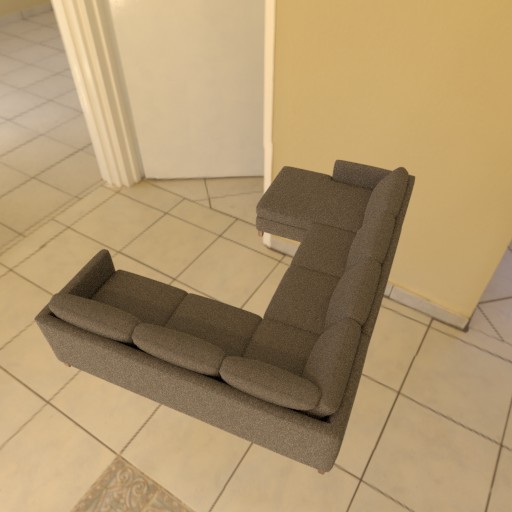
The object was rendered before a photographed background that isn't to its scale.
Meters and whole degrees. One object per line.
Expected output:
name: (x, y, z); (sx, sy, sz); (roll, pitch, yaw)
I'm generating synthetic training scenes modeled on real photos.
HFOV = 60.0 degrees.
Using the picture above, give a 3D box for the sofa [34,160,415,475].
sofa: (0.000, 0.000, 4.412); (2.551, 0.853, 3.238); (16, 47, 16)
